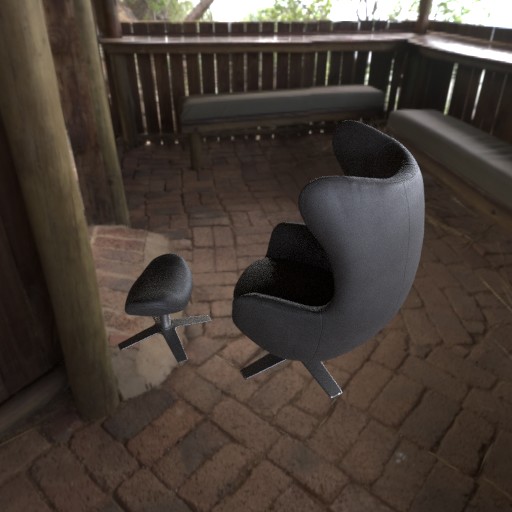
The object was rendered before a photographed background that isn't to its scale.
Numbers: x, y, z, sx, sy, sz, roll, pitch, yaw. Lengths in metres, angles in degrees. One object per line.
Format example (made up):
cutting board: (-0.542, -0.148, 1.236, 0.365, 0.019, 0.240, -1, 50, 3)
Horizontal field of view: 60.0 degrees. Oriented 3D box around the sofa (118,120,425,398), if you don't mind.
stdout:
sofa: (0.000, 0.000, 2.110, 1.444, 1.135, 0.894, 8, 31, 14)
